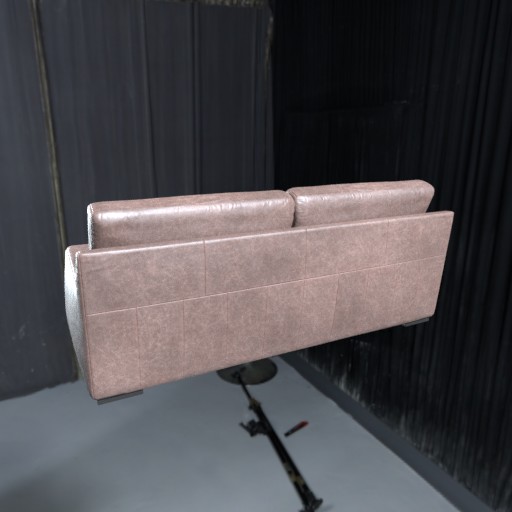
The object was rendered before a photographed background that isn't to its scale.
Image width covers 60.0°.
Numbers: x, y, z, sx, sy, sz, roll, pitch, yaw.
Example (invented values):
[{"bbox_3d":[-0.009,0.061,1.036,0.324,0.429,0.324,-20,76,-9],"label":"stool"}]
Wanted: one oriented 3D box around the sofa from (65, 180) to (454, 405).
[{"bbox_3d":[0.000,0.000,2.814,2.261,0.941,1.143,-8,17,-26],"label":"sofa"}]
